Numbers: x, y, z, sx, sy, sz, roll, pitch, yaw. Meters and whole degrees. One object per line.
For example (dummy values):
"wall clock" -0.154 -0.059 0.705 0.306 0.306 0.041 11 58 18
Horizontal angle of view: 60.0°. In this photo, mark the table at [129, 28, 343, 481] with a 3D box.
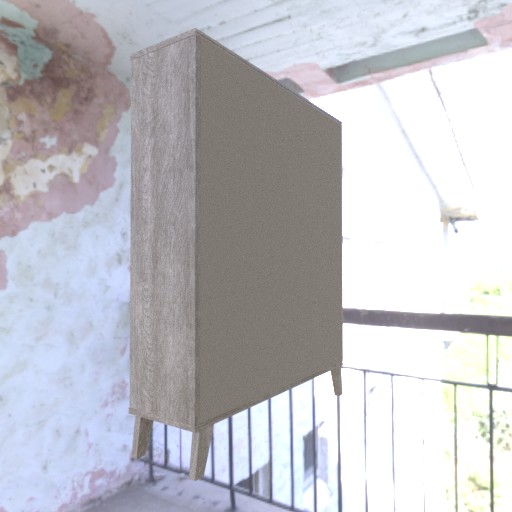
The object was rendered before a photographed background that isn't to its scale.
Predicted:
"table" 0.000 0.000 1.551 0.256 1.135 0.902 -1 -1 35
